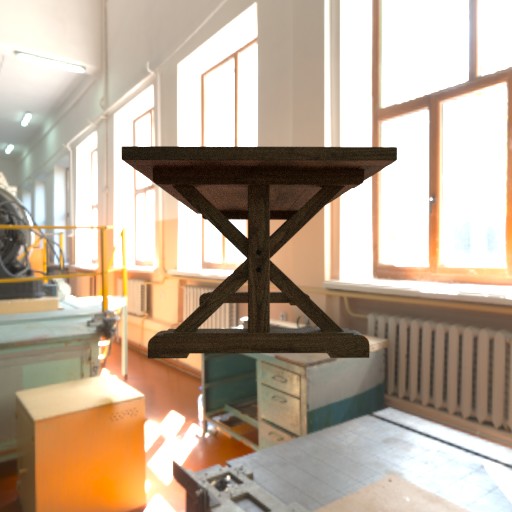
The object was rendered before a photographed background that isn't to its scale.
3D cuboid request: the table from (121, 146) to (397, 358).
[{"bbox_3d":[0.000,0.000,2.473,0.907,0.733,2.031,0,0,-1],"label":"table"}]
